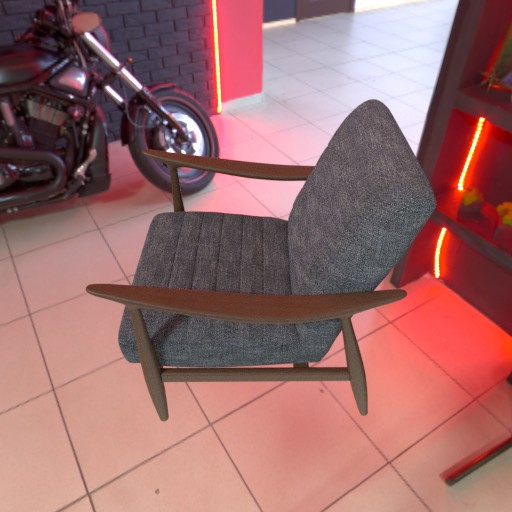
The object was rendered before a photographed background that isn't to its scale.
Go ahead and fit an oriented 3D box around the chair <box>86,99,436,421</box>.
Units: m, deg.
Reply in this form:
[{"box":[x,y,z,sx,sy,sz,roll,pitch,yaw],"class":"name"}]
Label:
[{"box":[0.000,0.000,1.411,0.798,0.832,0.741,0,42,0],"class":"chair"}]
